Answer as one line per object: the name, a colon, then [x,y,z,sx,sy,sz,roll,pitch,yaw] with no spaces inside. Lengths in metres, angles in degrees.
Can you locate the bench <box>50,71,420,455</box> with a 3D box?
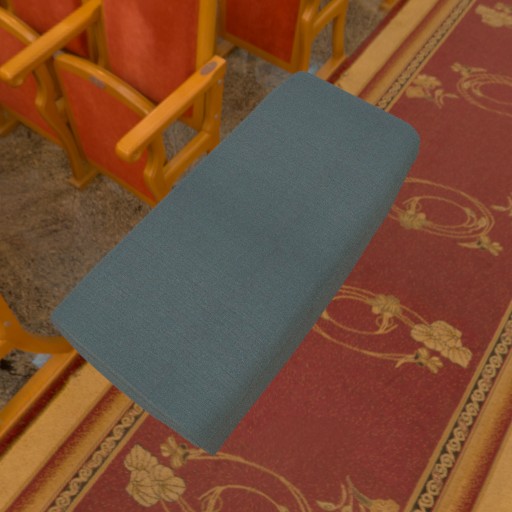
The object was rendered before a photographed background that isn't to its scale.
bench: [0.000,0.000,1.270,0.476,0.474,0.995,33,67,16]
